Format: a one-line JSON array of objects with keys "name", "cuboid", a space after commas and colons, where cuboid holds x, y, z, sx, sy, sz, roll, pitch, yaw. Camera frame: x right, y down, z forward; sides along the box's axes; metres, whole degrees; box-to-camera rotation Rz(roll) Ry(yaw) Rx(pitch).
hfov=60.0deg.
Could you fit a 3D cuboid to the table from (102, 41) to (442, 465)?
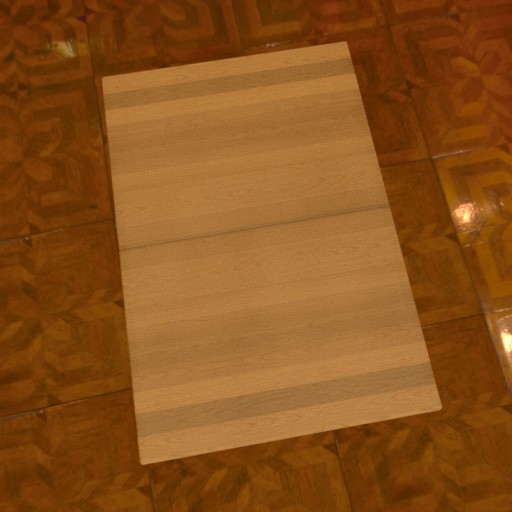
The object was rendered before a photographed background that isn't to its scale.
[{"name": "table", "cuboid": [0.000, 0.000, 1.816, 0.900, 0.770, 1.300, -9, 76, -2]}]
